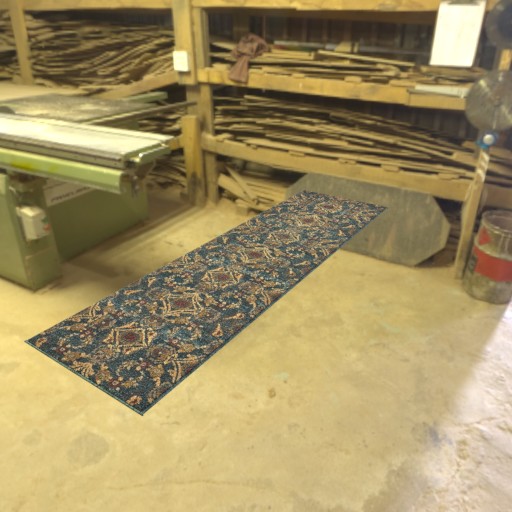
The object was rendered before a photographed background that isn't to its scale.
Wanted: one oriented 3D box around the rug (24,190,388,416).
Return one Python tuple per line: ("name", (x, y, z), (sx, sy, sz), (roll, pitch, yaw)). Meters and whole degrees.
("rug", (0.000, 0.000, 2.445), (0.685, 0.014, 2.292), (17, 32, 30))
